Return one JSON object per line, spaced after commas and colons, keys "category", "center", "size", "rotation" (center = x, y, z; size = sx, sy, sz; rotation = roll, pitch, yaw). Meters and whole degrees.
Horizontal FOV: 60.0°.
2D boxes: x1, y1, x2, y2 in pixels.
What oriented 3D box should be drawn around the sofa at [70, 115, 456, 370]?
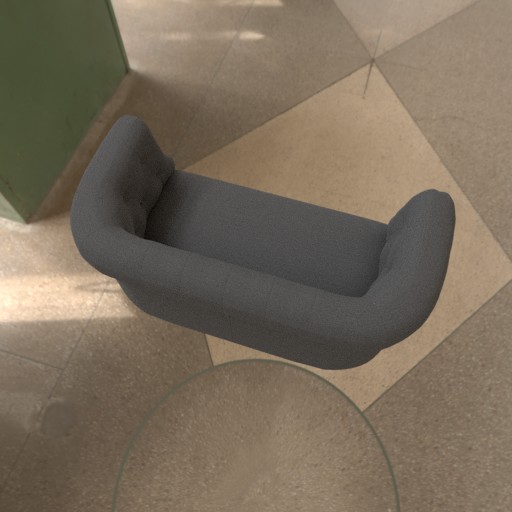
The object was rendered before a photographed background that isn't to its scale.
{"category": "sofa", "center": [0.000, 0.000, 2.100], "size": [1.558, 0.827, 0.835], "rotation": [16, 62, 9]}
